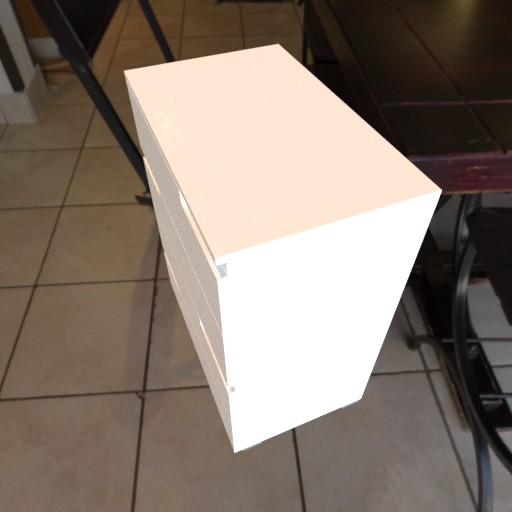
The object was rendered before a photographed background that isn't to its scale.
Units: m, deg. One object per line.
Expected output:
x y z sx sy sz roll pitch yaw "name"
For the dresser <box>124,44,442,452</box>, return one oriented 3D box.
0.000 0.000 1.182 0.400 0.800 0.650 -17 49 -15 "dresser"
